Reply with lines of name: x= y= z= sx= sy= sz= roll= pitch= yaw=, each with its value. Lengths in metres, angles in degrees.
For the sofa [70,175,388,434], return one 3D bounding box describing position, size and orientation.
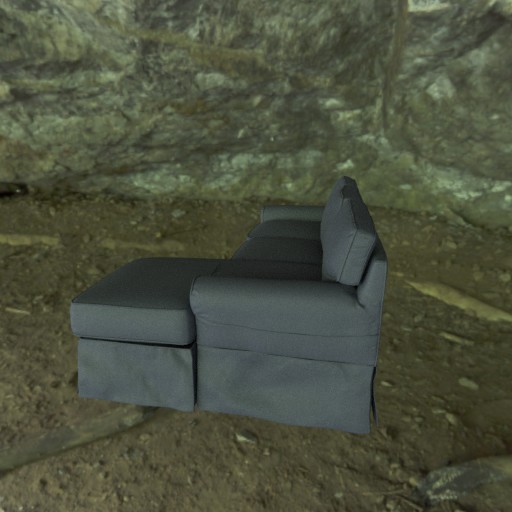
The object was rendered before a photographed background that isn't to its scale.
sofa: x=0.000 y=0.000 z=3.326 sx=1.637 sy=1.039 sz=2.518 roll=3 pitch=16 yaw=9
